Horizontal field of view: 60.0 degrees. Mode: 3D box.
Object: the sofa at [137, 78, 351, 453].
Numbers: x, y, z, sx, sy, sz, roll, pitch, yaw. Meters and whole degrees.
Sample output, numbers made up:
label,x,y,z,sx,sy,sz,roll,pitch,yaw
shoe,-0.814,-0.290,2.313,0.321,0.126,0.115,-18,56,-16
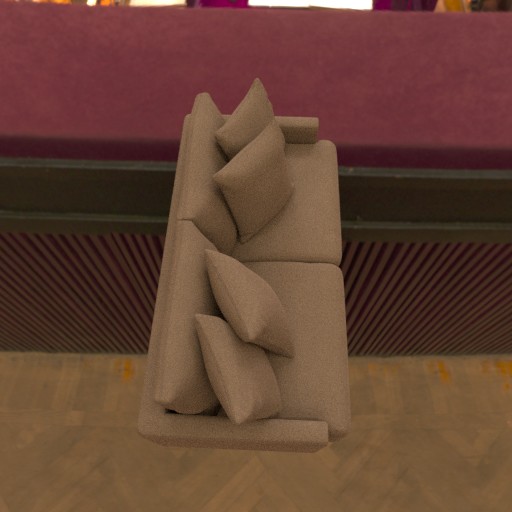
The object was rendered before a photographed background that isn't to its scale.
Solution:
label,x,y,z,sx,sy,sz,roll,pitch,yaw
sofa,0.000,0.000,3.031,1.228,1.084,2.380,2,63,1
